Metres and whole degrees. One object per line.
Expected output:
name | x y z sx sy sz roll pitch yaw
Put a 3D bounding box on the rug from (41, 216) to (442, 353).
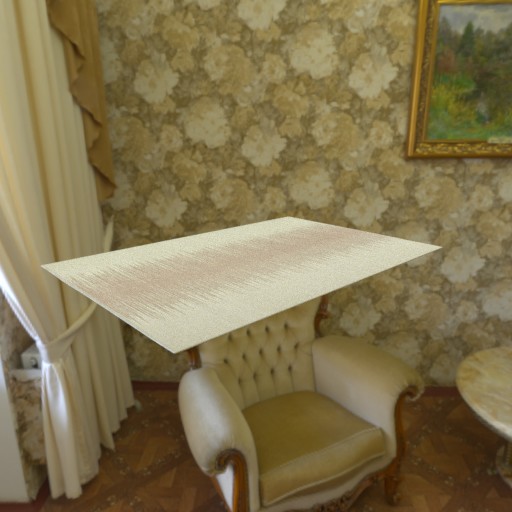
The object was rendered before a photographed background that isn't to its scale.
rug | 0.000 0.000 2.422 1.850 0.006 1.234 -15 22 -41
